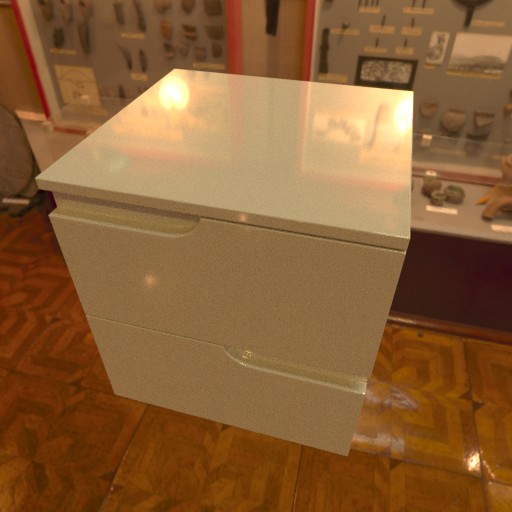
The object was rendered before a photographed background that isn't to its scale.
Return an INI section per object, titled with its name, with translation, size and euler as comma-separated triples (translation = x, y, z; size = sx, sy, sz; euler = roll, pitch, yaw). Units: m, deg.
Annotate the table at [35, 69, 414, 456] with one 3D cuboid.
[table]
translation = 0.000, 0.000, 0.768
size = 0.420, 0.470, 0.400
euler = 10, 42, 12
